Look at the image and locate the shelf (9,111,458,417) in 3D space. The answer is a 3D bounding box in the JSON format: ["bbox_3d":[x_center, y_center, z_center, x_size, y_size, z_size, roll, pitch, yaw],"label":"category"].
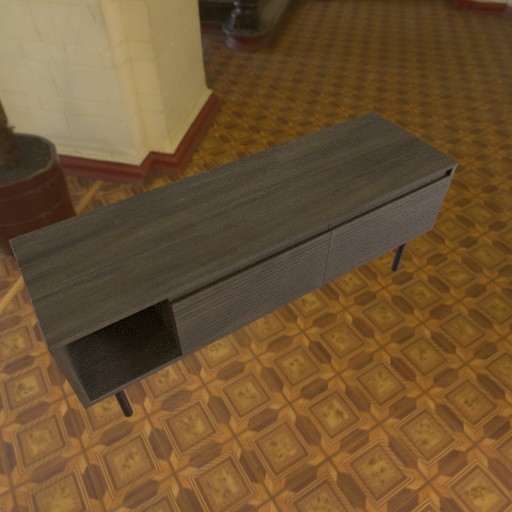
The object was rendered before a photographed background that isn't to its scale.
[{"bbox_3d":[0.000,0.000,1.477,1.300,0.495,0.400,-24,51,-22],"label":"shelf"}]
